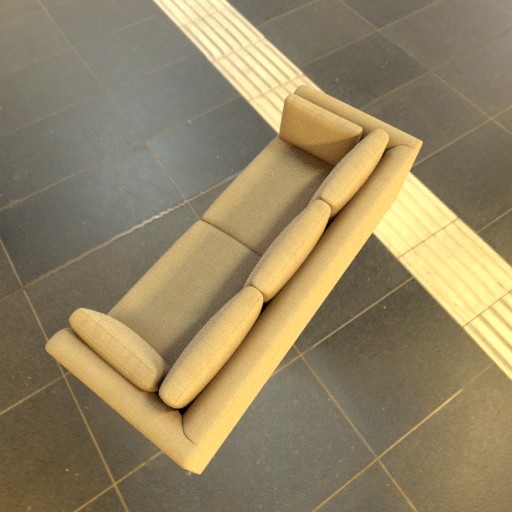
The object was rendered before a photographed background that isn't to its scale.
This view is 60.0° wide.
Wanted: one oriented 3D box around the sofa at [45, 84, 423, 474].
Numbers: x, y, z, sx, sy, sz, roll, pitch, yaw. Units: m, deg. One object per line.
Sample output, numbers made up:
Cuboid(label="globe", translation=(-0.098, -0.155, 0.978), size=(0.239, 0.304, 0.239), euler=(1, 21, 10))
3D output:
Cuboid(label="sofa", translation=(0.000, 0.000, 2.861), size=(0.969, 0.867, 2.415), euler=(33, 66, 16))
